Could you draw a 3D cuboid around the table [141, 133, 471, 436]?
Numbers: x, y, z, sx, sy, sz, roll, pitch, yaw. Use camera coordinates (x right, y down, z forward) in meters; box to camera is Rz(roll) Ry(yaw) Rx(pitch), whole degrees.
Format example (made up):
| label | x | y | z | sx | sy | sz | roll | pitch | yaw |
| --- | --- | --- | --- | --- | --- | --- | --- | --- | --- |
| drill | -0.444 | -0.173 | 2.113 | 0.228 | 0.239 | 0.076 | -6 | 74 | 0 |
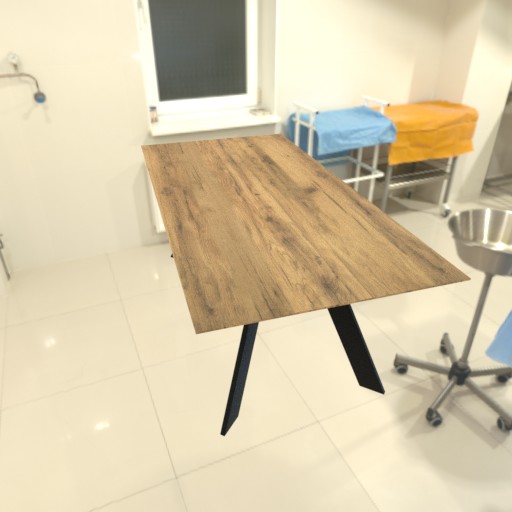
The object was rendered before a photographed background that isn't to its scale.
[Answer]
| label | x | y | z | sx | sy | sz | roll | pitch | yaw |
| --- | --- | --- | --- | --- | --- | --- | --- | --- | --- |
| table | 0.000 | 0.000 | 2.484 | 1.000 | 0.770 | 2.000 | -9 | 32 | -15 |
